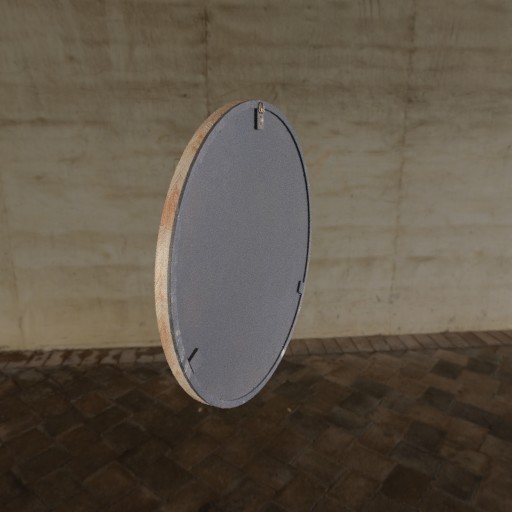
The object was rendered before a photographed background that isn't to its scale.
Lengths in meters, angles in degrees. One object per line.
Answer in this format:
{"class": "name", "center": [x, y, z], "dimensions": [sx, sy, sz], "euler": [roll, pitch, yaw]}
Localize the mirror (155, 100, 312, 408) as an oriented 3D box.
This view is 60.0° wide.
{"class": "mirror", "center": [0.000, 0.000, 1.071], "dimensions": [0.038, 0.710, 0.710], "euler": [7, 16, 26]}
